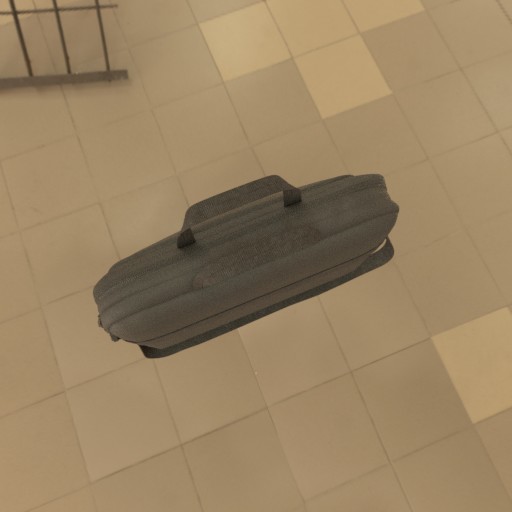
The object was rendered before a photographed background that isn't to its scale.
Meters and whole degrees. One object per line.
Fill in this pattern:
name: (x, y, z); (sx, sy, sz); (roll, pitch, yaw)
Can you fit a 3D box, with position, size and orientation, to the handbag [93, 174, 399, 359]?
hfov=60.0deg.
handbag: (0.000, 0.000, 0.421); (0.320, 0.244, 0.089); (-22, 76, -6)
